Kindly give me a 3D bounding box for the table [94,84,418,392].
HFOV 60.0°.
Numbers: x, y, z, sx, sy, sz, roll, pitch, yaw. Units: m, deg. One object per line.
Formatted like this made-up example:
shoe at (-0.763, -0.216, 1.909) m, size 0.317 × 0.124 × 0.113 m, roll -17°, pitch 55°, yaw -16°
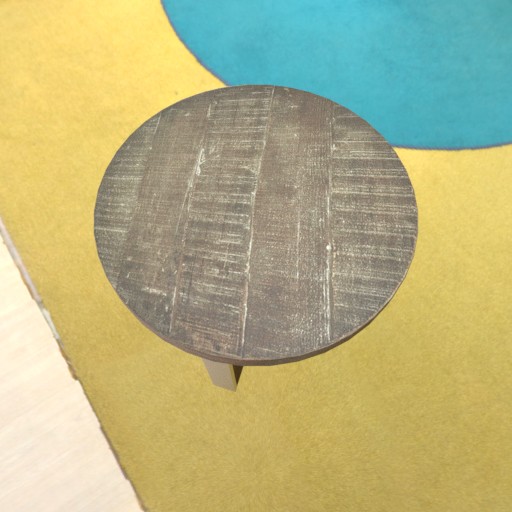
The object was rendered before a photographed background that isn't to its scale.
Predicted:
table at (0.000, 0.000, 0.965) m, size 0.557 × 0.437 × 0.557 m, roll 0°, pitch 64°, yaw 0°
